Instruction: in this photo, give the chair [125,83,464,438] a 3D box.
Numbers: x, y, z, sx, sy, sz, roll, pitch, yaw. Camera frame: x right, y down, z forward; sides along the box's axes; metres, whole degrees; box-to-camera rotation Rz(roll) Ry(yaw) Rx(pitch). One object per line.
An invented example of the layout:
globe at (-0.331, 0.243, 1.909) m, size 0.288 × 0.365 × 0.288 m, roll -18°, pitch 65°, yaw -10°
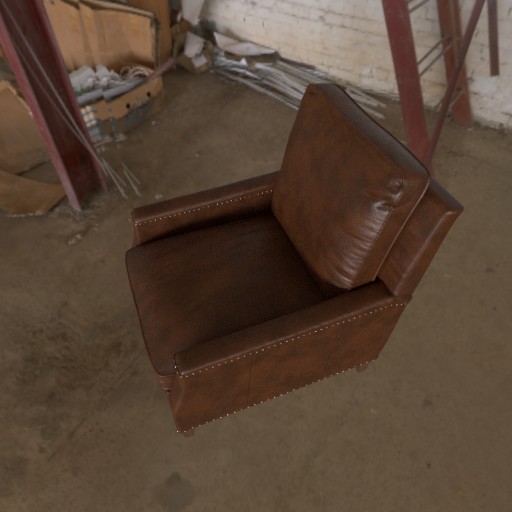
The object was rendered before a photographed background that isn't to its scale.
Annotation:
chair at (0.000, 0.000, 1.803) m, size 1.035 × 1.054 × 0.854 m, roll -16°, pitch 50°, yaw -14°
